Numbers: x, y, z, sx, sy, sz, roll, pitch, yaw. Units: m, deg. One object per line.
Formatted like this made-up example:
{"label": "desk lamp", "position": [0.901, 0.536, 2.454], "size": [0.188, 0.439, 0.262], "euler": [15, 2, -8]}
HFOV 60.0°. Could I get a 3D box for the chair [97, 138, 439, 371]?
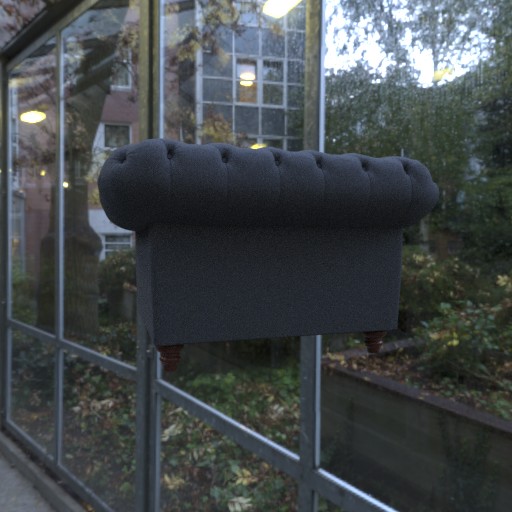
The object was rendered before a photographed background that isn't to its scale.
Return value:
{"label": "chair", "position": [0.000, 0.000, 1.904], "size": [1.270, 0.770, 0.976], "euler": [0, 1, -18]}
